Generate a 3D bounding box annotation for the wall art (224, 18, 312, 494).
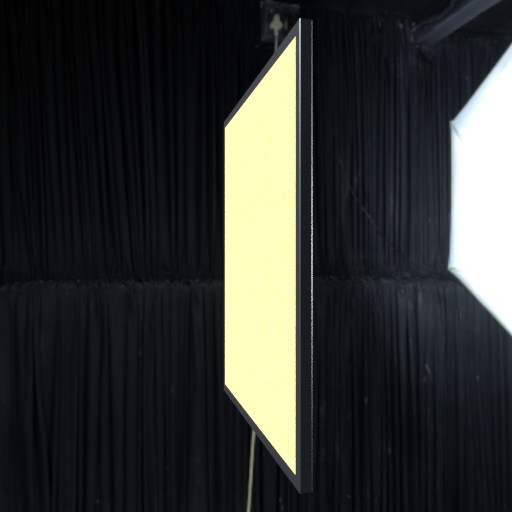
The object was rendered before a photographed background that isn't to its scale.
[{"bbox_3d":[0.000,0.000,1.332,0.030,1.027,0.774,0,0,-16],"label":"wall art"}]
